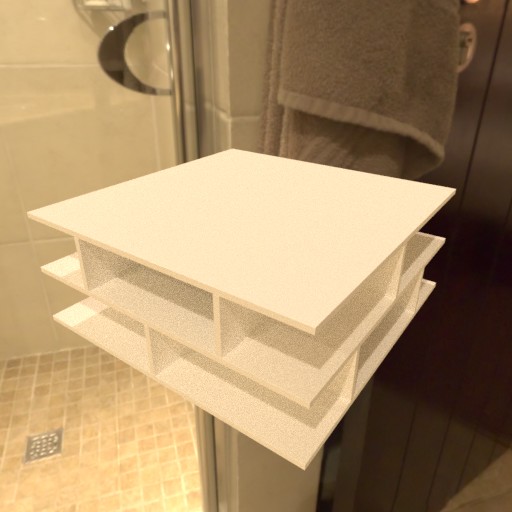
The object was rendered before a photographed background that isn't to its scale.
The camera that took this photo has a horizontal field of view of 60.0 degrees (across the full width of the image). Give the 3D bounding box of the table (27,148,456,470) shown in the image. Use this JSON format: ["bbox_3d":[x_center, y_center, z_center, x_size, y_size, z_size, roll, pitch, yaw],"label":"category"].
[{"bbox_3d":[0.000,0.000,1.079,0.700,0.289,0.700,18,32,32],"label":"table"}]
